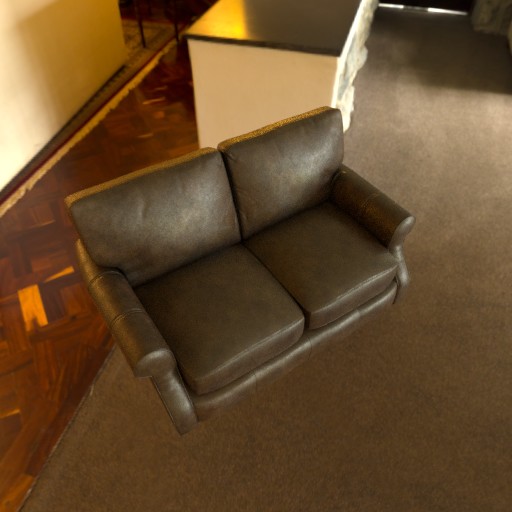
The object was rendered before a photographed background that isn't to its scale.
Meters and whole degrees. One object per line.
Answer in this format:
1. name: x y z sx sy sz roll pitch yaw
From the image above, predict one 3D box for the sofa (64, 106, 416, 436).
1. sofa: 0.000 0.000 2.294 1.616 0.976 0.990 -26 51 -23
